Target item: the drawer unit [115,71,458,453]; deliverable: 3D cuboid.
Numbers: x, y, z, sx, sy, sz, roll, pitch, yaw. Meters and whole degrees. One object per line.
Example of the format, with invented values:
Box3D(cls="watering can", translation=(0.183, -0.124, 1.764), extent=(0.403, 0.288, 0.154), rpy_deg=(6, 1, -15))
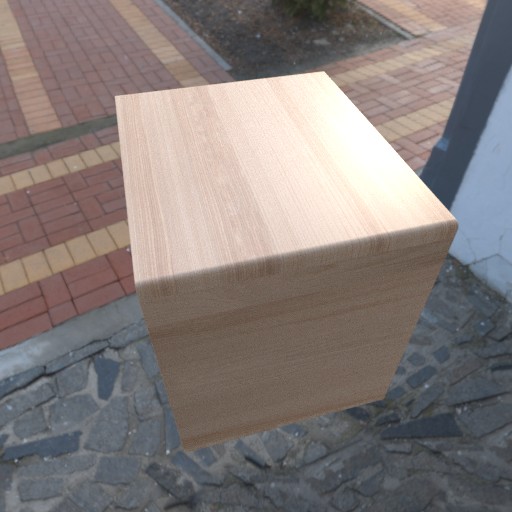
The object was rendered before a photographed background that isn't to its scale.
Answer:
Box3D(cls="drawer unit", translation=(0.000, 0.000, 0.613), extent=(0.290, 0.344, 0.344), rpy_deg=(-11, 47, -11))
